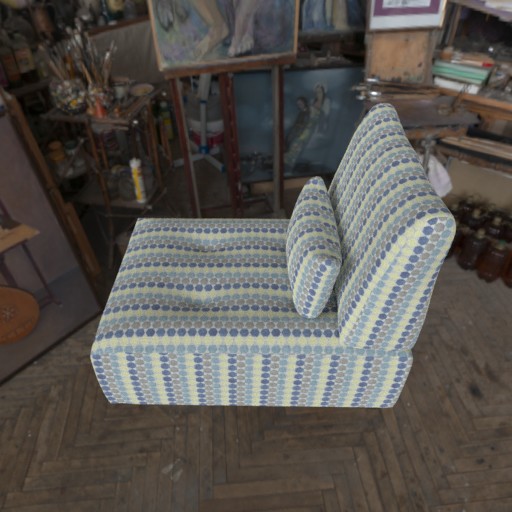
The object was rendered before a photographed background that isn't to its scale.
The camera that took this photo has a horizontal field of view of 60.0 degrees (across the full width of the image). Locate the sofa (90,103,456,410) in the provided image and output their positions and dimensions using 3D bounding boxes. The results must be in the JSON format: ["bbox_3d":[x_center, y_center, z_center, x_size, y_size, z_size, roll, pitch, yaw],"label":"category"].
[{"bbox_3d":[0.000,0.000,1.522,1.000,0.820,0.700,1,41,1],"label":"sofa"}]
